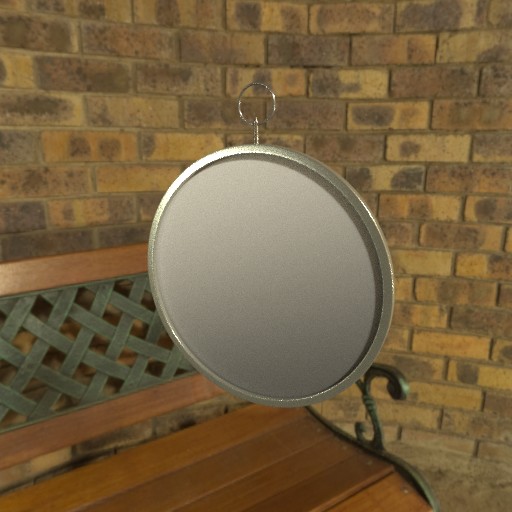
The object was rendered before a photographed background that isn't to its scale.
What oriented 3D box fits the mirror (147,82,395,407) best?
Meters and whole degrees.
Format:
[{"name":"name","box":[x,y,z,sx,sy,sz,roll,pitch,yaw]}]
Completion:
[{"name":"mirror","box":[0.000,0.000,0.969,0.594,0.713,0.020,7,16,26]}]
